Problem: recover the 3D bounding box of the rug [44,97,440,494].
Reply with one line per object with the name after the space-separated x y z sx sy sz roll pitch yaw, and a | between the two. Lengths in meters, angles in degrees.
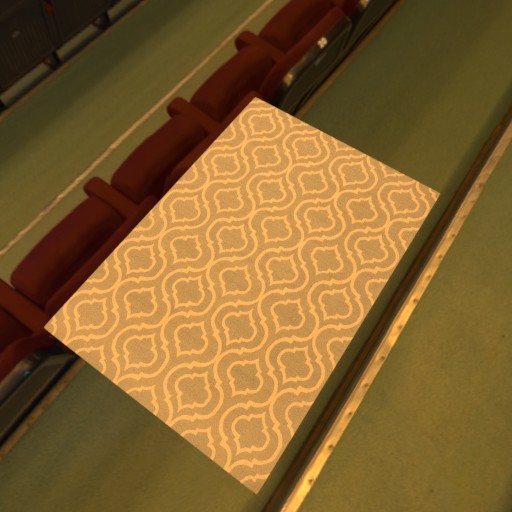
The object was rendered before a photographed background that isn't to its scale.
0.000 0.000 2.666 1.451 0.010 2.080 32 69 14 | rug
